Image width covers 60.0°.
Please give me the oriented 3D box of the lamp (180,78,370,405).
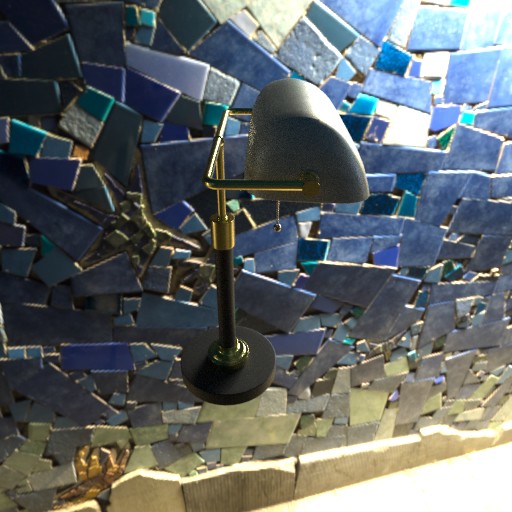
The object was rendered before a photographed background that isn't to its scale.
[{"bbox_3d":[0.000,0.000,0.571,0.227,0.404,0.269,0,32,1],"label":"lamp"}]
